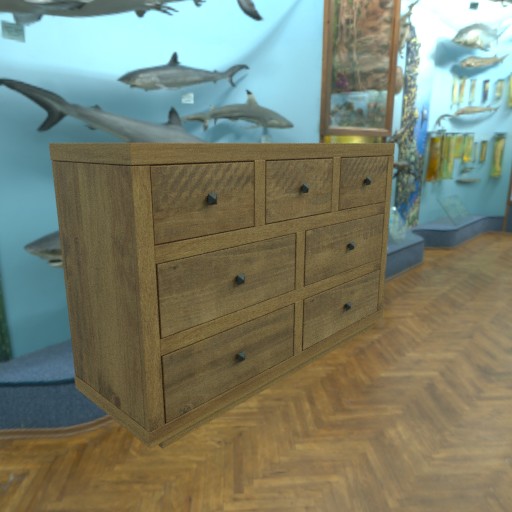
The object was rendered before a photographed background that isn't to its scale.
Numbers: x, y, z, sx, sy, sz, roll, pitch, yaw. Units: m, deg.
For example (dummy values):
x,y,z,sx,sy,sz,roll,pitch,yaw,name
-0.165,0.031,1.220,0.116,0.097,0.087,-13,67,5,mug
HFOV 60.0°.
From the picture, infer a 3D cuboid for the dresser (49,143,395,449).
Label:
x,y,z,sx,sy,sz,roll,pitch,yaw,name
0.000,0.000,1.673,0.479,0.825,1.261,13,19,42,dresser
